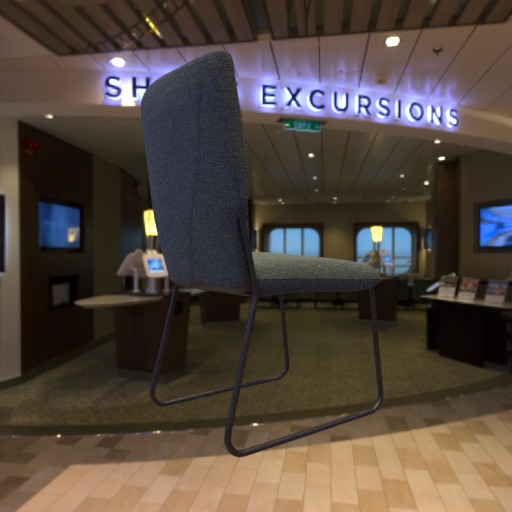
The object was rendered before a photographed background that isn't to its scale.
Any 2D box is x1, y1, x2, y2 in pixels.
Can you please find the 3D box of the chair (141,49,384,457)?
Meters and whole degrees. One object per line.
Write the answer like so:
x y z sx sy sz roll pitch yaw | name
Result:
0.000 0.000 1.312 0.635 0.931 0.480 -1 1 -37 | chair
